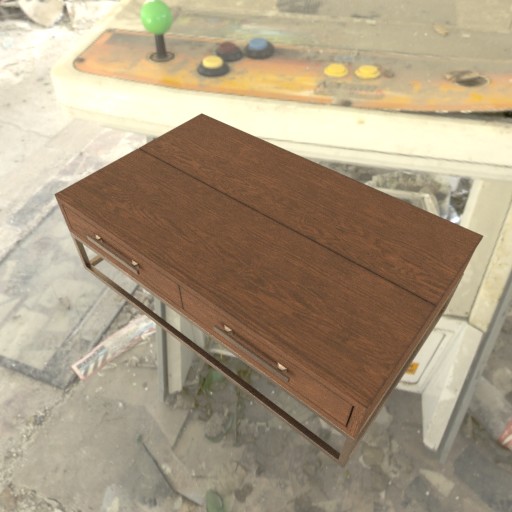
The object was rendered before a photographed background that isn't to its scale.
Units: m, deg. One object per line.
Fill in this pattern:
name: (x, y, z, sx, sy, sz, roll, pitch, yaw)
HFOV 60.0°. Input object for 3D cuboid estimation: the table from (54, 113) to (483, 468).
table: (0.000, 0.000, 1.515, 1.167, 0.361, 0.719, 30, 53, 26)
